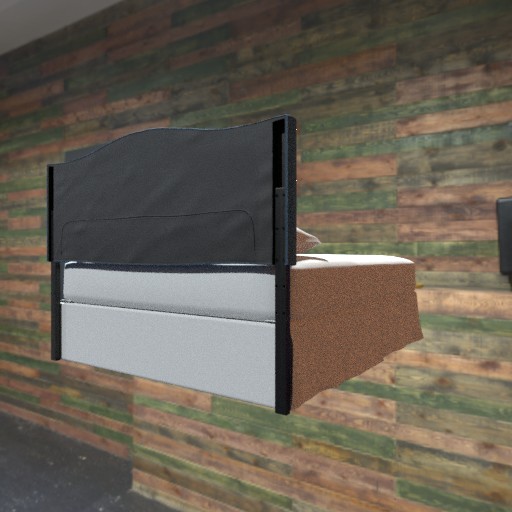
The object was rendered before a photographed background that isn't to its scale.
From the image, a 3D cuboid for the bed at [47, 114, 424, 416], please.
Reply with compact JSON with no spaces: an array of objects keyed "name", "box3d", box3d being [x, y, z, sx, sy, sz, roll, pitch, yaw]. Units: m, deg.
[{"name":"bed","box3d":[0.000,0.000,2.814,1.610,1.169,1.872,0,0,35]}]
